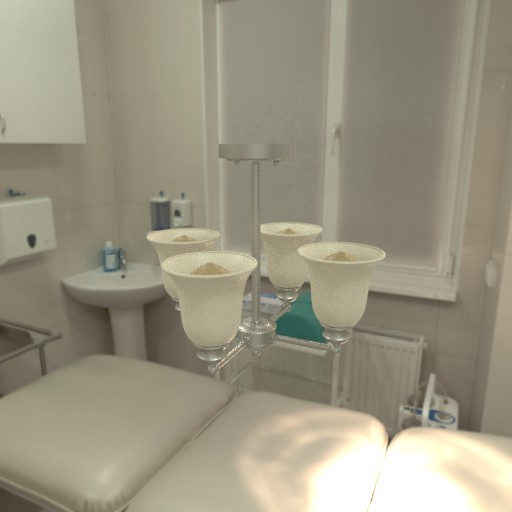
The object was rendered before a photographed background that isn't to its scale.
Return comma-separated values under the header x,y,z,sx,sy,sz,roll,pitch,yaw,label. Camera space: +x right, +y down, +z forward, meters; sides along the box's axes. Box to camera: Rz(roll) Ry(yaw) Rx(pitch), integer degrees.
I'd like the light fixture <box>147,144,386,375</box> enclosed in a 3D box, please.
x,y,z,sx,sy,sz,roll,pitch,yaw,label
0.000,0.000,0.756,0.427,0.370,0.427,7,16,25,light fixture
